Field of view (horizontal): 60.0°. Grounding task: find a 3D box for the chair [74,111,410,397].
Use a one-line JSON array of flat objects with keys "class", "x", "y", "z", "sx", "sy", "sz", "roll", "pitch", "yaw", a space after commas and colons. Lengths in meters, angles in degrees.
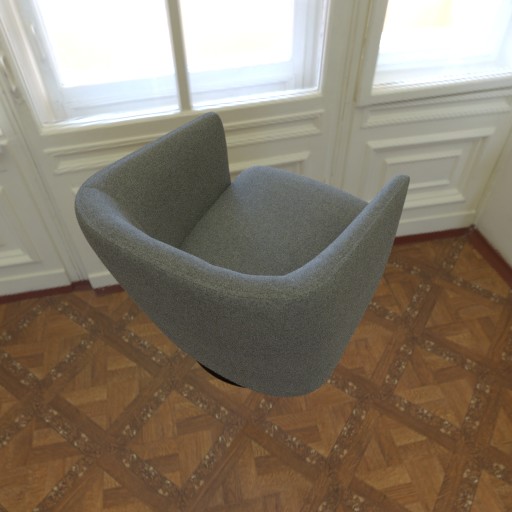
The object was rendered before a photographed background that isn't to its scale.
[{"class": "chair", "x": 0.000, "y": 0.000, "z": 1.593, "sx": 0.822, "sy": 0.861, "sz": 0.986, "roll": 24, "pitch": 51, "yaw": 22}]
